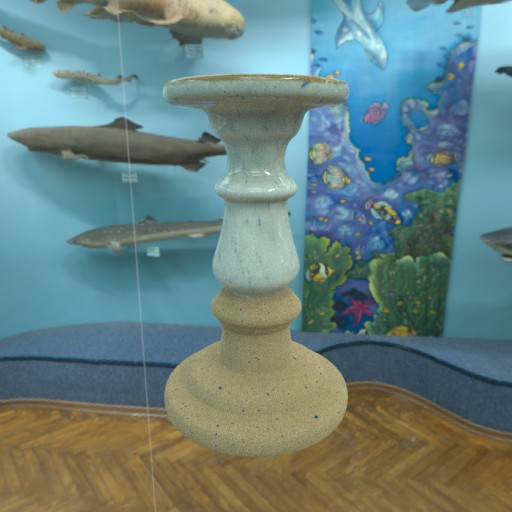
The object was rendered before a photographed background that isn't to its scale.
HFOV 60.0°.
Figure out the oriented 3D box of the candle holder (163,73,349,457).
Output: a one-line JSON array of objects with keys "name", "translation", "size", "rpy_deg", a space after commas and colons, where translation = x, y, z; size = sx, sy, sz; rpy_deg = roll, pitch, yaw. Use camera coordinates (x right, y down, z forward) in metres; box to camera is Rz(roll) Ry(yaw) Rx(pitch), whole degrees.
[{"name": "candle holder", "translation": [0.000, 0.000, 0.278], "size": [0.123, 0.202, 0.123], "rpy_deg": [0, 16, 0]}]
